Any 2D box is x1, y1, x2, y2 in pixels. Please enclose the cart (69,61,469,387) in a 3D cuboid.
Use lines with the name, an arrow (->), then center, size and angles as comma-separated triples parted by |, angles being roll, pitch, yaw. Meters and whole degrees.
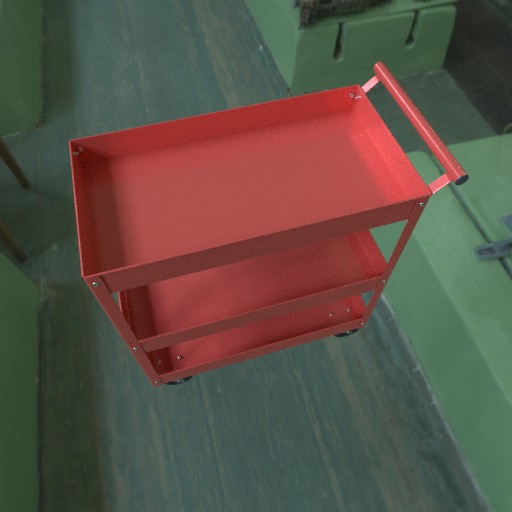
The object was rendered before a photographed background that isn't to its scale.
cart -> 0.000, 0.000, 1.182 | 0.719, 0.780, 0.366 | -14, 58, -9
